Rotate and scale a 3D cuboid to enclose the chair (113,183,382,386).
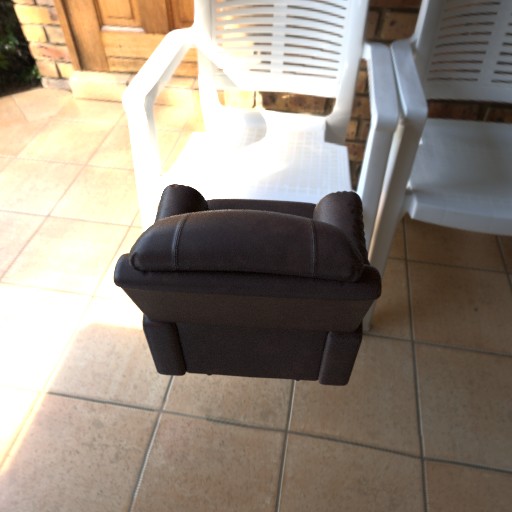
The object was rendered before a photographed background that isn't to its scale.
[{"bbox_3d":[0.000,0.000,1.698,0.855,0.992,0.919,3,47,3],"label":"chair"}]
